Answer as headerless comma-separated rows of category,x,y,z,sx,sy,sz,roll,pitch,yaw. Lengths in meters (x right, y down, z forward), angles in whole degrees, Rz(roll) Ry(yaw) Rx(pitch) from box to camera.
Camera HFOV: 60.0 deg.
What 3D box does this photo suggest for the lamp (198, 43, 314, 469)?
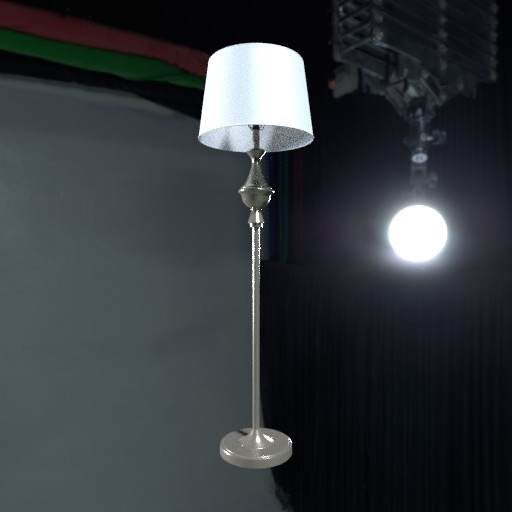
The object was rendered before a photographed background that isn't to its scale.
lamp,0.000,0.000,1.676,0.431,1.488,0.431,0,1,0
